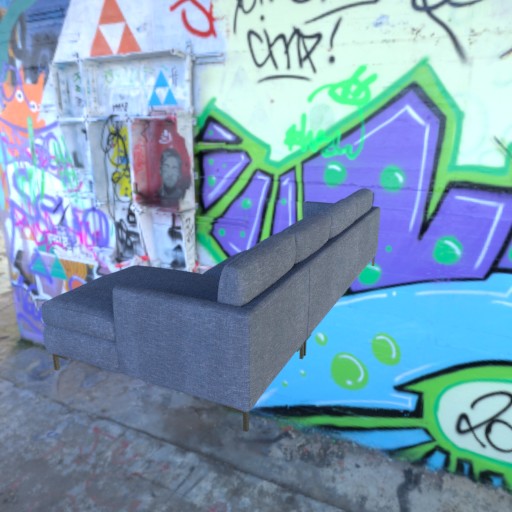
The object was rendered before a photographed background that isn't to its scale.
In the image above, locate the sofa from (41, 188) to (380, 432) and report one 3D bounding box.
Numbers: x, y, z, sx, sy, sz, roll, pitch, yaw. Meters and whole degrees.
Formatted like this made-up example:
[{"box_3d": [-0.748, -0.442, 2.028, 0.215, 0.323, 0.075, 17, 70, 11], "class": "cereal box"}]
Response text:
[{"box_3d": [0.000, 0.000, 3.482, 1.350, 0.810, 2.932, 8, 19, 25], "class": "sofa"}]
